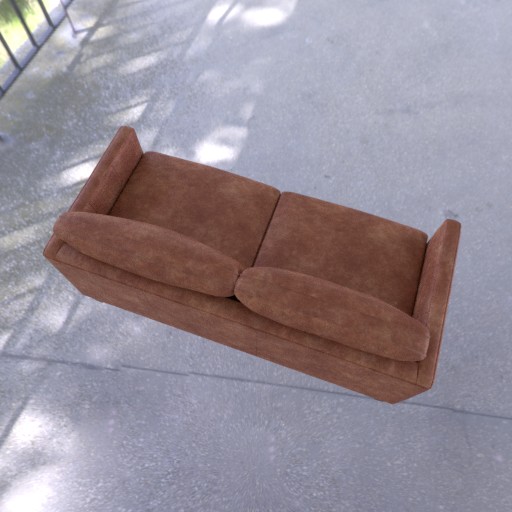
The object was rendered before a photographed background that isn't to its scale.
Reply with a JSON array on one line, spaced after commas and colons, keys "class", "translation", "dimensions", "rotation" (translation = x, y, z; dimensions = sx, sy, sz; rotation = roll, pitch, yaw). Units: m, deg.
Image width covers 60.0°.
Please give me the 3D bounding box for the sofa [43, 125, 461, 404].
[{"class": "sofa", "translation": [0.000, 0.000, 2.463], "dimensions": [1.971, 0.863, 0.923], "rotation": [18, 66, 8]}]
